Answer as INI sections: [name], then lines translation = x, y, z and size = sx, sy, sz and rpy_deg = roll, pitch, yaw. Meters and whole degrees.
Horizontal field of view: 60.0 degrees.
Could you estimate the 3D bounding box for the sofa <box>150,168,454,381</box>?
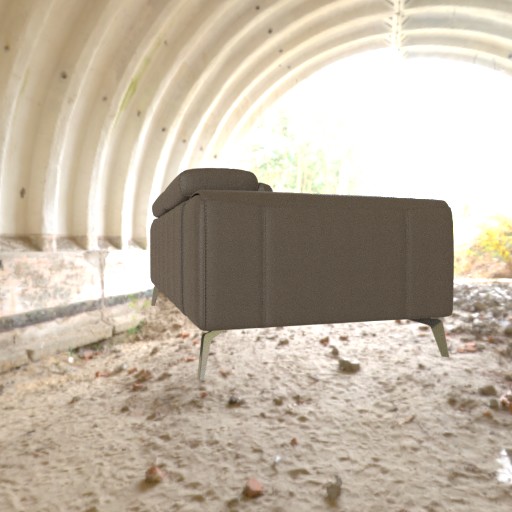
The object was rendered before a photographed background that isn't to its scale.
[sofa]
translation = 0.000, 0.000, 2.459
size = 1.024, 0.753, 1.930
rpy_deg = 0, 1, -18
